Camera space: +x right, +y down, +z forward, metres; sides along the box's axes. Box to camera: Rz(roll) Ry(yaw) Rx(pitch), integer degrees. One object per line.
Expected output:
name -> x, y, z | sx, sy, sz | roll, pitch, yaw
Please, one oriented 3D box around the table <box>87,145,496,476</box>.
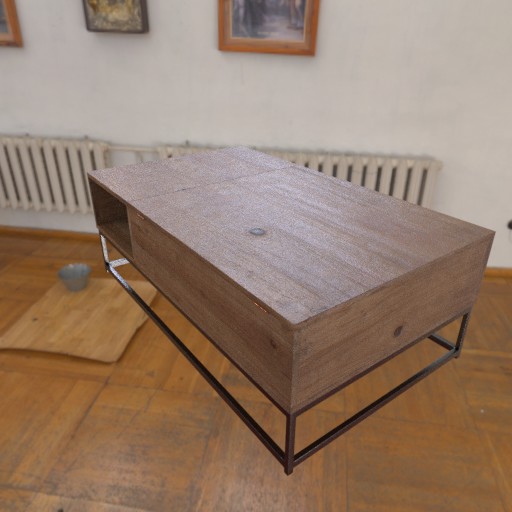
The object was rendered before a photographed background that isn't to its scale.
table -> 0.000, 0.000, 1.400 | 0.655, 0.395, 1.101 | -19, 33, -32
